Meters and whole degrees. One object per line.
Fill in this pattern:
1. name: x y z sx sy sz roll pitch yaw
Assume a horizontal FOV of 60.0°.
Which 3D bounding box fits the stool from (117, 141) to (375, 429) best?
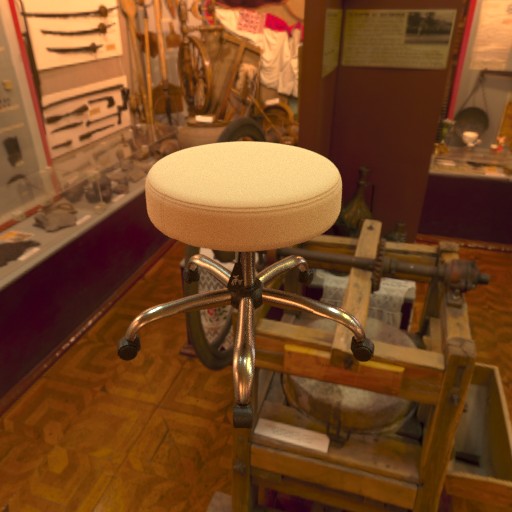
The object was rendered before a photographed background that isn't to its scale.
1. stool: 0.000 0.000 1.072 0.614 0.482 0.634 10 31 16
